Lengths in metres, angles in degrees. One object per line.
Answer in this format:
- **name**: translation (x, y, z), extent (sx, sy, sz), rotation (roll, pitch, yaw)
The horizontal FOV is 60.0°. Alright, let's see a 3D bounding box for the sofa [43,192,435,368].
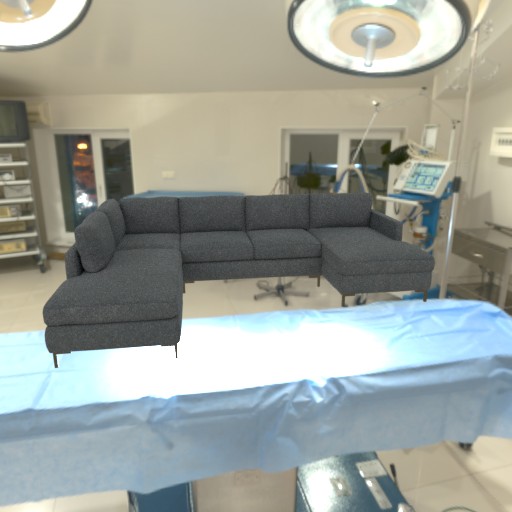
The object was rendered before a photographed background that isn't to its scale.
- **sofa**: translation (0.000, 0.000, 3.828), extent (2.956, 0.813, 2.007), rotation (-2, 16, -8)
